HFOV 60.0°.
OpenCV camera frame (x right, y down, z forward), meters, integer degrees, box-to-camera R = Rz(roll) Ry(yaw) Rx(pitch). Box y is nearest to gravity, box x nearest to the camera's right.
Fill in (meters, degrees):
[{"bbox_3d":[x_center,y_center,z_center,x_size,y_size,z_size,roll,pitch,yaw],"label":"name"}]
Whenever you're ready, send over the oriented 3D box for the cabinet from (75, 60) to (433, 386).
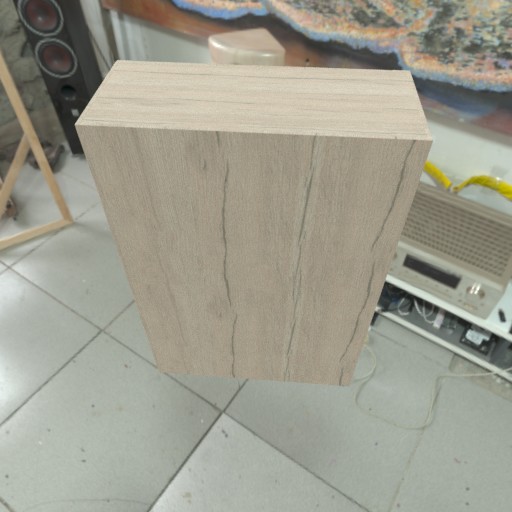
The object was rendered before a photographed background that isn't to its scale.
[{"bbox_3d":[0.000,0.000,2.684,1.400,2.070,0.580,3,48,3],"label":"cabinet"}]
